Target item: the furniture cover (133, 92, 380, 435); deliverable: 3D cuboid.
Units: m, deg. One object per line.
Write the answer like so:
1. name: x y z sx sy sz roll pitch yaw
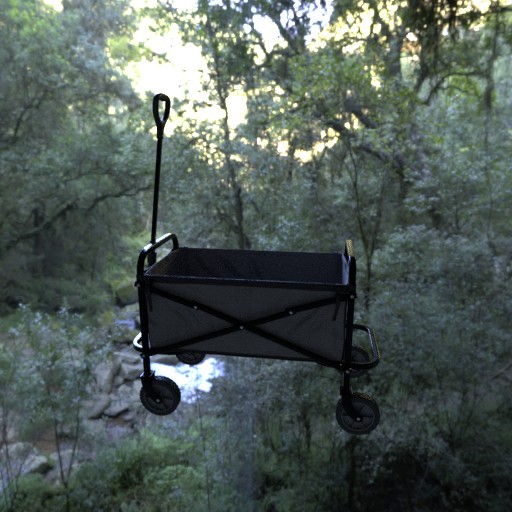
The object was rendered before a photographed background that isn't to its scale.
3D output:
1. furniture cover: 0.000 0.000 1.854 1.038 1.295 0.532 2 15 9
